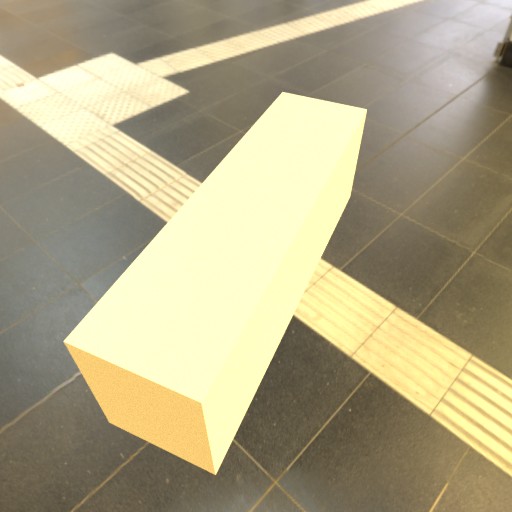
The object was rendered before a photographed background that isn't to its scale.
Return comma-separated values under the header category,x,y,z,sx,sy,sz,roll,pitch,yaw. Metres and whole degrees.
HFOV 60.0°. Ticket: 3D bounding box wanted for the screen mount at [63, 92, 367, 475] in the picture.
category,x,y,z,sx,sy,sz,roll,pitch,yaw
screen mount,0.000,0.000,1.760,0.400,0.619,1.490,18,49,17
